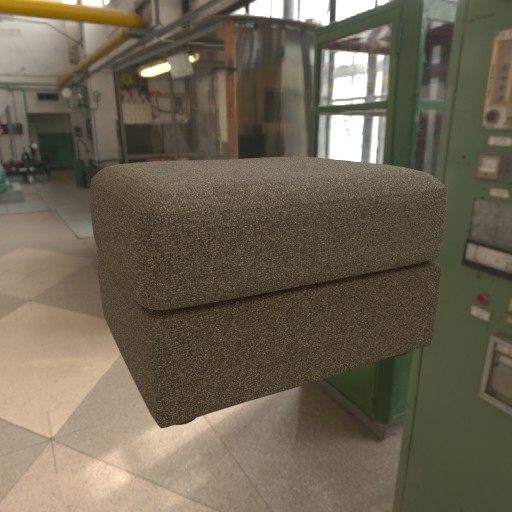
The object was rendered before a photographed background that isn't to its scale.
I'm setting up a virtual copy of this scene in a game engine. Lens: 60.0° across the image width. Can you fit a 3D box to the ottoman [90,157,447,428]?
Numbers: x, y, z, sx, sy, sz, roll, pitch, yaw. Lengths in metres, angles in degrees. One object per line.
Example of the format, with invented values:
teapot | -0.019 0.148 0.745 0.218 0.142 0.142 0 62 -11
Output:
ottoman | 0.000 0.000 1.145 0.742 0.476 0.598 -8 18 -27
